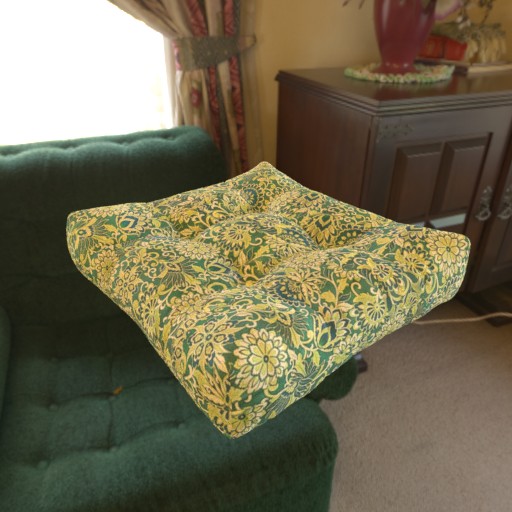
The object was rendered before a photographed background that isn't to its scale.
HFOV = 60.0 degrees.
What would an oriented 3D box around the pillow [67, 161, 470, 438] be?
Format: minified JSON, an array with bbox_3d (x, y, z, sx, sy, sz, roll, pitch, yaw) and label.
[{"bbox_3d":[0.000,0.000,0.720,0.468,0.128,0.490,-22,36,-33],"label":"pillow"}]
